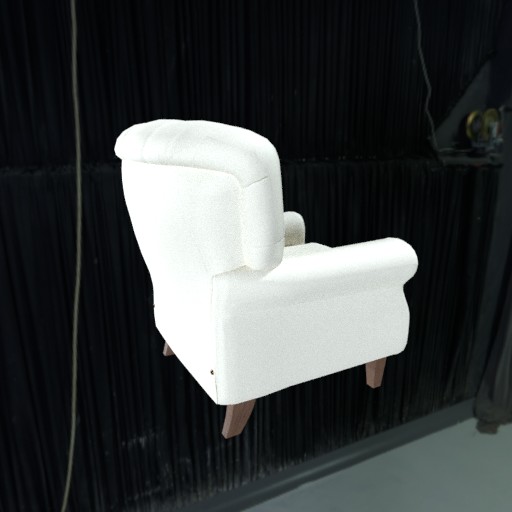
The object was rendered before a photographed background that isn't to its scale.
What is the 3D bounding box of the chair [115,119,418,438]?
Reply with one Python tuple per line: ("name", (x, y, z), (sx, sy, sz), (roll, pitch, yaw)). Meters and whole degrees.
("chair", (0.000, 0.000, 2.024), (1.132, 1.169, 1.035), (-8, 17, -27))
